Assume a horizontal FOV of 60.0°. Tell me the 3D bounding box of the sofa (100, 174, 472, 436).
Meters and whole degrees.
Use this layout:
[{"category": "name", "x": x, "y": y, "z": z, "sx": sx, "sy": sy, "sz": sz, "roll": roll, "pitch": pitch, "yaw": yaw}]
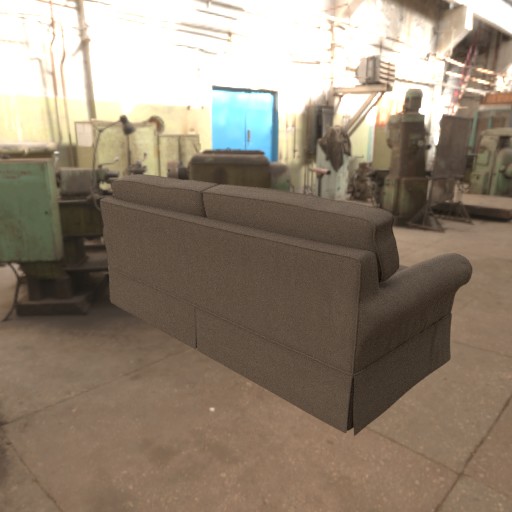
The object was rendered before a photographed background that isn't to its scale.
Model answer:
[{"category": "sofa", "x": 0.000, "y": 0.000, "z": 2.749, "sx": 0.991, "sy": 0.943, "sz": 2.248, "roll": -14, "pitch": 21, "yaw": -42}]
